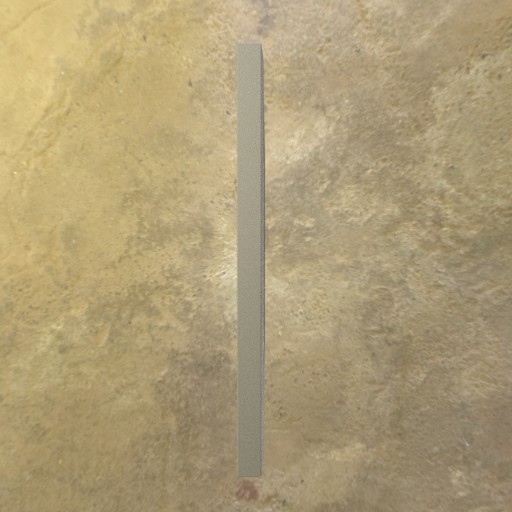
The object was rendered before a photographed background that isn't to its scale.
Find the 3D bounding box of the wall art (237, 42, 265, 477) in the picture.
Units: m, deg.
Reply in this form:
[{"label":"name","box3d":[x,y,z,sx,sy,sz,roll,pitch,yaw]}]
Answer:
[{"label":"wall art","box3d":[0.000,0.000,0.746,0.029,0.558,0.458,0,91,1]}]
